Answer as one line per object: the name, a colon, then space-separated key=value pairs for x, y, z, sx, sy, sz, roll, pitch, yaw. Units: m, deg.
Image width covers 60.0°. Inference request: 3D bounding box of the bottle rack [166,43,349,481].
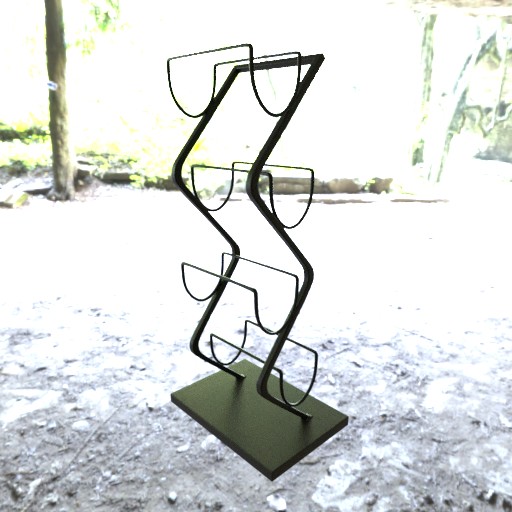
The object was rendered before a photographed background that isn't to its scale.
bottle rack: x=0.000 y=0.000 z=0.677 sx=0.178 sy=0.559 sz=0.254 roll=-15 pitch=22 yaw=-41
